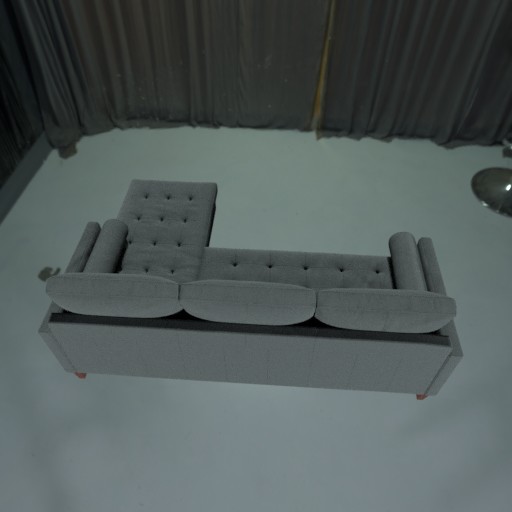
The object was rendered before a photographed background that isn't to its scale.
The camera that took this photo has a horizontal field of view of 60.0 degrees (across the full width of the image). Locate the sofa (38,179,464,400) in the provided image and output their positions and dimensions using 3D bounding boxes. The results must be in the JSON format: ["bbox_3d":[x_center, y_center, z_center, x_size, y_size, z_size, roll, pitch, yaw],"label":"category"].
[{"bbox_3d":[0.000,0.000,2.857,2.178,0.876,1.506,3,48,3],"label":"sofa"}]
